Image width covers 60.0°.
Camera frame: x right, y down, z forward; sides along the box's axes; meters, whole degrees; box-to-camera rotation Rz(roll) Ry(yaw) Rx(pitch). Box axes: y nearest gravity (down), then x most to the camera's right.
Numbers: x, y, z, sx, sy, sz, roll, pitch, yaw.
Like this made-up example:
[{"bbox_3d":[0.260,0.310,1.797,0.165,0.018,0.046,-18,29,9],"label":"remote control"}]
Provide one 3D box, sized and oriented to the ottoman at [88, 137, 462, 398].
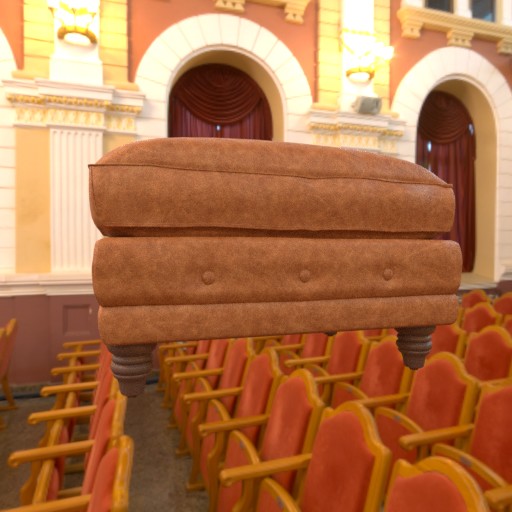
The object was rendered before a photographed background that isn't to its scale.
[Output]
[{"bbox_3d":[0.000,0.000,1.032,0.710,0.480,0.533,0,1,-18],"label":"ottoman"}]
